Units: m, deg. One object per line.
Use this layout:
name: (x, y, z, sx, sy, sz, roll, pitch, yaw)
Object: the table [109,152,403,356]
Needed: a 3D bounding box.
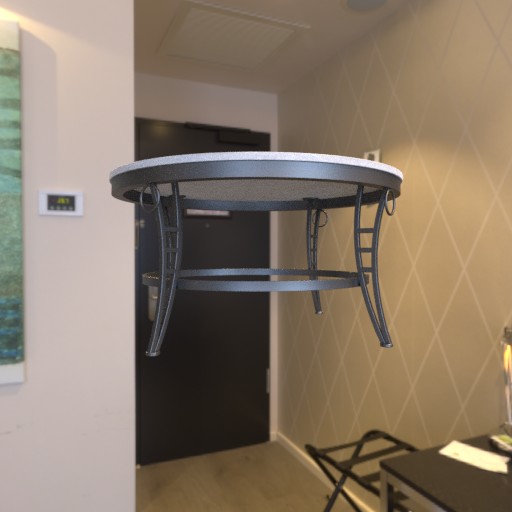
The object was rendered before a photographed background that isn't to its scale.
table: (0.000, 0.000, 1.418, 0.889, 0.470, 0.889, 0, 1, 0)
